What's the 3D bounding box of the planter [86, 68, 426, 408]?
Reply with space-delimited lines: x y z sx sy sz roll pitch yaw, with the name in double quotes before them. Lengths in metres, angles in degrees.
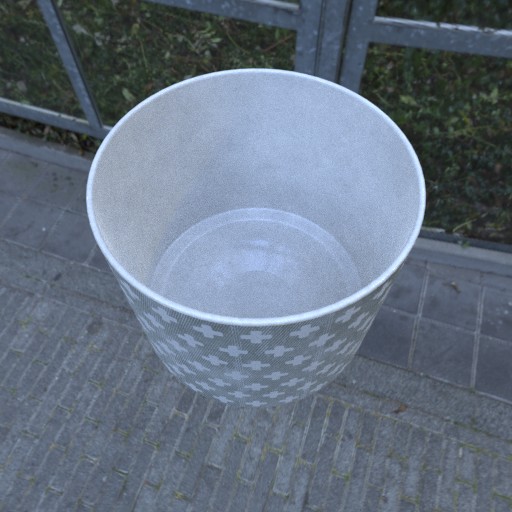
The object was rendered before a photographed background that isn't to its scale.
"planter" 0.000 0.000 0.432 0.250 0.239 0.250 0 57 0
